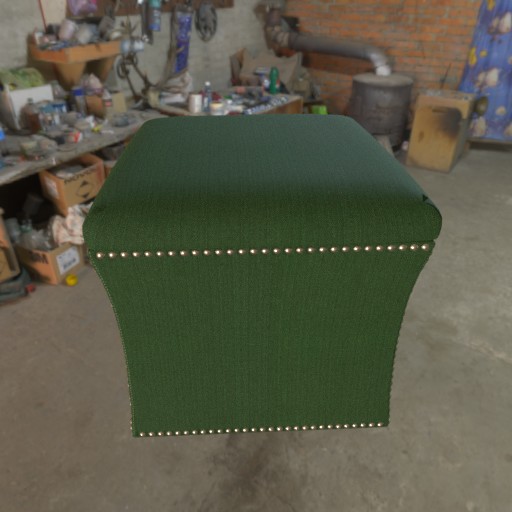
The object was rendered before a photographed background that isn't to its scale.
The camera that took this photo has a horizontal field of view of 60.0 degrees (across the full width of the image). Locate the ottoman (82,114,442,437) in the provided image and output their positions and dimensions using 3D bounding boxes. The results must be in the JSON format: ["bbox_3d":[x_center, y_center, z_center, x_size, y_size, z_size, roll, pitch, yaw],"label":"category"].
[{"bbox_3d":[0.000,0.000,0.883,0.497,0.475,0.507,-1,31,-2],"label":"ottoman"}]
